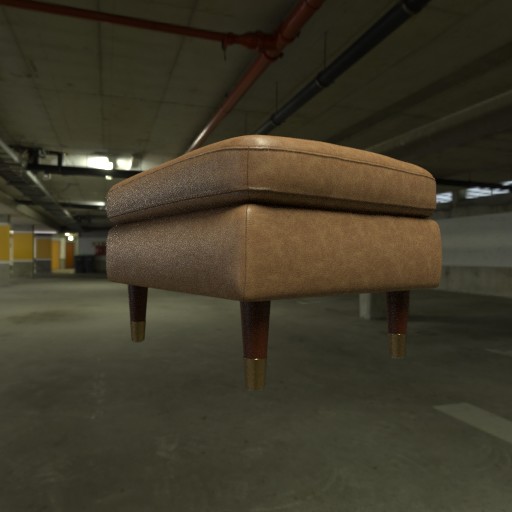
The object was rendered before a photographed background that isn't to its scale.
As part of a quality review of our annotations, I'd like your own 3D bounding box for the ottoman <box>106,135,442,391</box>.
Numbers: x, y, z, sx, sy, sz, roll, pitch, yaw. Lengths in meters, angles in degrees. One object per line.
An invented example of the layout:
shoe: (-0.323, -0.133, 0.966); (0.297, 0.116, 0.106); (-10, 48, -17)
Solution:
ottoman: (0.000, 0.000, 1.147); (0.593, 0.478, 0.747); (0, 0, -37)
